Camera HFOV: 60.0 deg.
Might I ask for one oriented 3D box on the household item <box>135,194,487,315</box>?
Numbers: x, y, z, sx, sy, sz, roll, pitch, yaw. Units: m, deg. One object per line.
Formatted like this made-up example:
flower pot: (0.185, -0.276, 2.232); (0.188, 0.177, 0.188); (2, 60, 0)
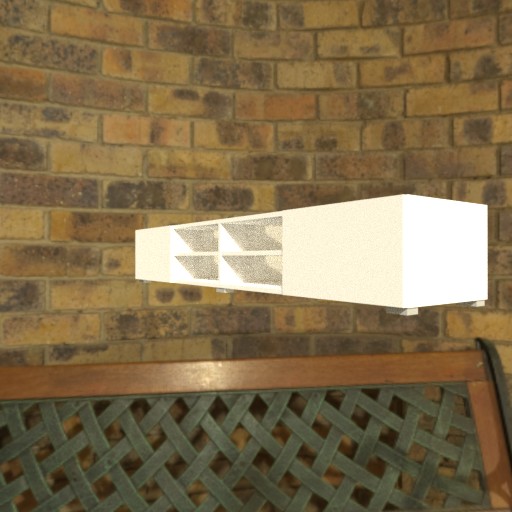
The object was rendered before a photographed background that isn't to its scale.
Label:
household item: (0.000, 0.000, 1.991); (0.420, 0.310, 1.850); (0, 0, -36)
